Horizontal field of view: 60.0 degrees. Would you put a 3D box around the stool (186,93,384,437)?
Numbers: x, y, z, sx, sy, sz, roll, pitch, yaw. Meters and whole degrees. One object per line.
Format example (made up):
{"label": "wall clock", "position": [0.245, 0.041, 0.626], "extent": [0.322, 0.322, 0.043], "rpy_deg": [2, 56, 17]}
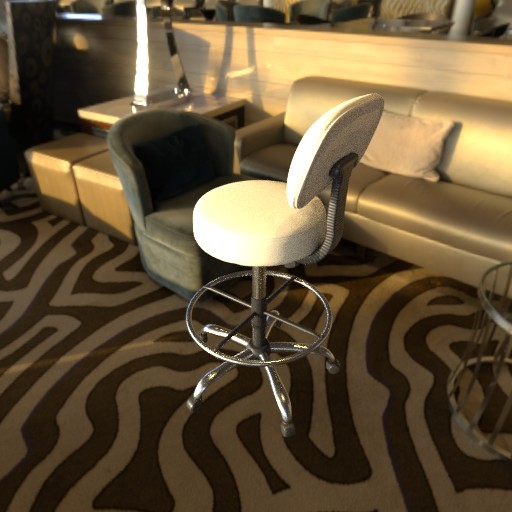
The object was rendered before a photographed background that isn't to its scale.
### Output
{"label": "stool", "position": [0.000, 0.000, 1.474], "extent": [0.616, 1.080, 0.609], "rpy_deg": [20, 37, 29]}
